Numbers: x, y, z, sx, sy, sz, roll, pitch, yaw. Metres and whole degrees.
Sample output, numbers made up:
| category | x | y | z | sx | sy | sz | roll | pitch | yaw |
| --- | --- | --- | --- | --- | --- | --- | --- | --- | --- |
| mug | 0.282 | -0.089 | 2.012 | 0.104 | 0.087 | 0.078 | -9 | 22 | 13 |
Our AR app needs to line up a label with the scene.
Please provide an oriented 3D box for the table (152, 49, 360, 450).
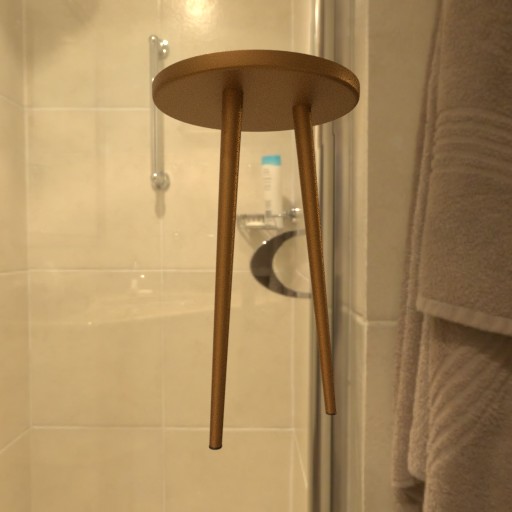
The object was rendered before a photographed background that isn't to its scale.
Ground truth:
| category | x | y | z | sx | sy | sz | roll | pitch | yaw |
| --- | --- | --- | --- | --- | --- | --- | --- | --- | --- |
| table | 0.000 | 0.000 | 0.661 | 0.299 | 0.480 | 0.299 | -1 | 2 | -37 |
